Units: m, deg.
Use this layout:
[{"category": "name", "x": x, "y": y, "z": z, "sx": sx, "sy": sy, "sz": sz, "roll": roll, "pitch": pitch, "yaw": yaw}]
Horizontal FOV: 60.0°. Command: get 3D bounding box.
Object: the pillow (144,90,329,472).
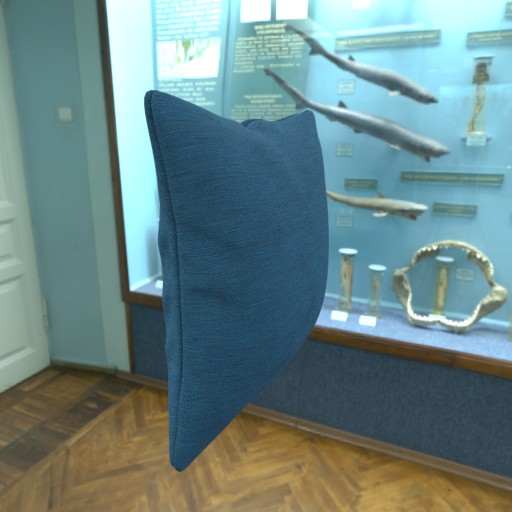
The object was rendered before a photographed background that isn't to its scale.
[{"category": "pillow", "x": 0.000, "y": 0.000, "z": 0.641, "sx": 0.177, "sy": 0.420, "sz": 0.437, "roll": 8, "pitch": 17, "yaw": 25}]
